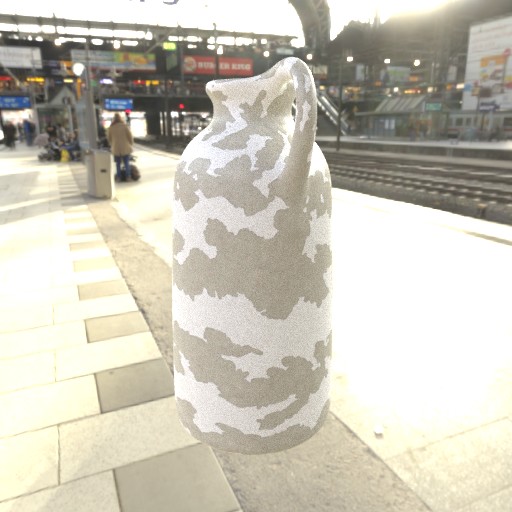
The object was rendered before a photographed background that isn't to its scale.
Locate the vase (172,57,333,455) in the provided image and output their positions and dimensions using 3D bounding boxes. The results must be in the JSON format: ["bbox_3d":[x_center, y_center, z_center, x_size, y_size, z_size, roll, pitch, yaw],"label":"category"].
[{"bbox_3d":[0.000,0.000,0.482,0.186,0.382,0.203,-8,18,-25],"label":"vase"}]
